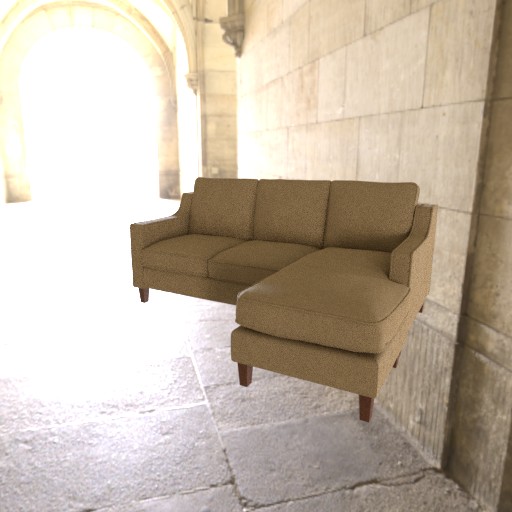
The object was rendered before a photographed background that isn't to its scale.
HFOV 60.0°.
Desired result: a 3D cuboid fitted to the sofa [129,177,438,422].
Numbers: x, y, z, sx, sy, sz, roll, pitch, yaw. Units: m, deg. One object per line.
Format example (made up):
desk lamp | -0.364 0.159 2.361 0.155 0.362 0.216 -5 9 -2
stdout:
sofa | 0.000 0.000 3.298 2.317 1.066 1.858 7 16 28
